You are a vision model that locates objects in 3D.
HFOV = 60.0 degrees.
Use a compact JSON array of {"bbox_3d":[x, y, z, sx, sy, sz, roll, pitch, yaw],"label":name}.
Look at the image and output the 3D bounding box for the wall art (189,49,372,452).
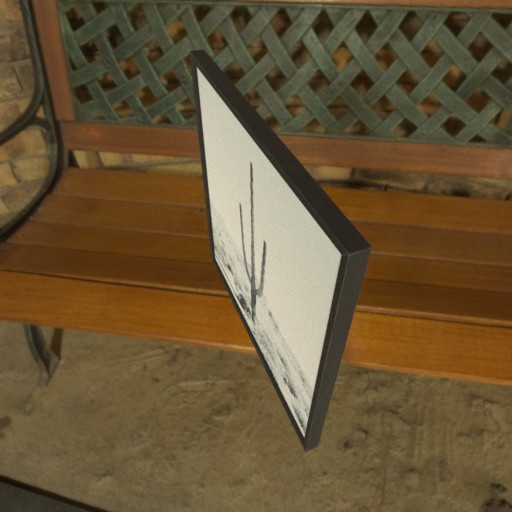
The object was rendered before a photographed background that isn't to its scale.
[{"bbox_3d":[0.000,0.000,1.148,0.038,0.762,0.762,-17,49,-16],"label":"wall art"}]
